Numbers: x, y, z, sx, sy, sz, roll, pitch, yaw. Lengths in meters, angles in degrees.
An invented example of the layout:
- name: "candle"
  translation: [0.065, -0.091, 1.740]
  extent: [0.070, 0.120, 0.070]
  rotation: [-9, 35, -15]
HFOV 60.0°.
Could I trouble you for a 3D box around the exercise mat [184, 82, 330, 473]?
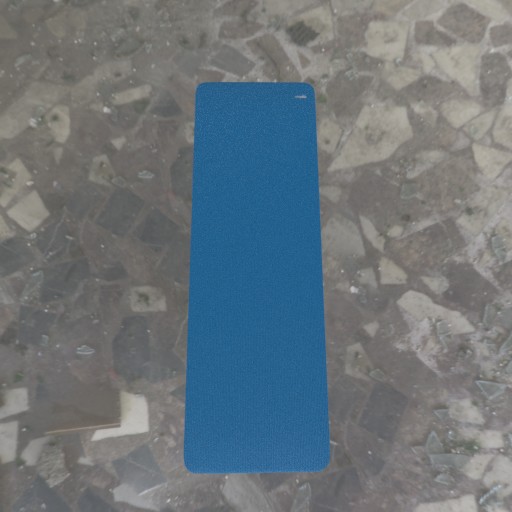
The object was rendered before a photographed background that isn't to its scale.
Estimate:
- name: "exercise mat"
  translation: [0.000, 0.000, 2.078]
  extent: [0.616, 0.021, 1.869]
  rotation: [0, 76, 0]
